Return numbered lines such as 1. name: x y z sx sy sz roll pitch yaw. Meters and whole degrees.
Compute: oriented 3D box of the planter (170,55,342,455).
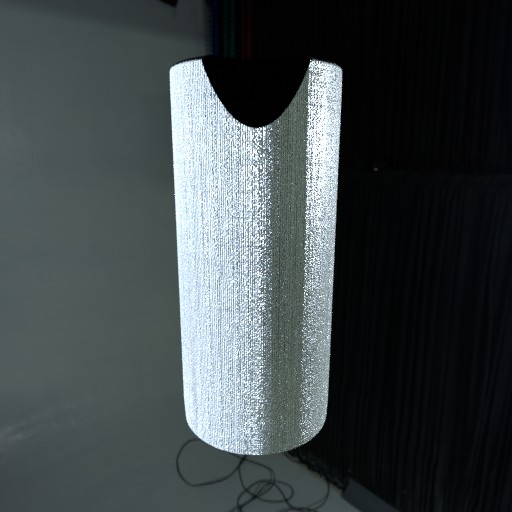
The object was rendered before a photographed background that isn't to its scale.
1. planter: 0.000 0.000 0.131 0.045 0.103 0.045 13 19 42
